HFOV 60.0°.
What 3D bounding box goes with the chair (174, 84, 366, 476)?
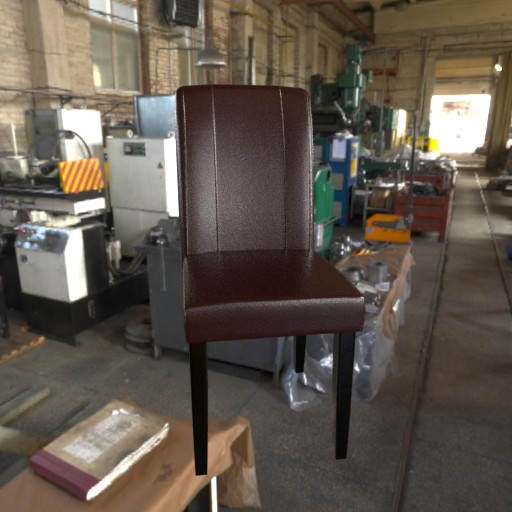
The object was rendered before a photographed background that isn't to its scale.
[{"bbox_3d":[0.000,0.000,1.173,0.399,0.897,0.556,-2,16,-9],"label":"chair"}]
